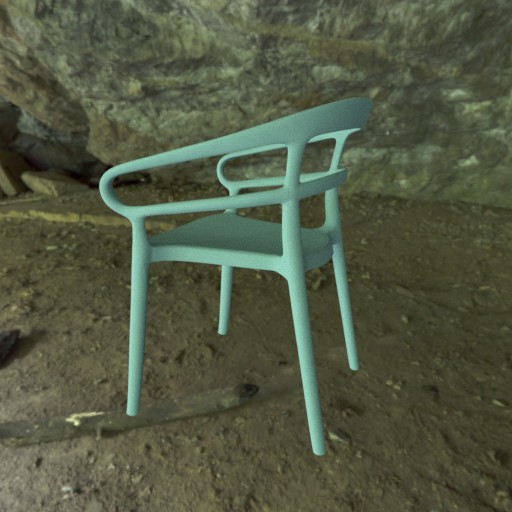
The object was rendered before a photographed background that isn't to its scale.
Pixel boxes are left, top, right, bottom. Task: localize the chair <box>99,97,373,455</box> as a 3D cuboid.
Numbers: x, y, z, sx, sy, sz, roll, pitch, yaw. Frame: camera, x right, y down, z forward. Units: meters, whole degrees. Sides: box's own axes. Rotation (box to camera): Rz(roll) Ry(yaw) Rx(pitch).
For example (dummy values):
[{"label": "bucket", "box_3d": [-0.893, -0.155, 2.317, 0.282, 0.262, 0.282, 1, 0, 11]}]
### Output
[{"label": "chair", "box_3d": [0.000, 0.000, 1.150, 0.527, 0.761, 0.559, 7, 18, 22]}]
